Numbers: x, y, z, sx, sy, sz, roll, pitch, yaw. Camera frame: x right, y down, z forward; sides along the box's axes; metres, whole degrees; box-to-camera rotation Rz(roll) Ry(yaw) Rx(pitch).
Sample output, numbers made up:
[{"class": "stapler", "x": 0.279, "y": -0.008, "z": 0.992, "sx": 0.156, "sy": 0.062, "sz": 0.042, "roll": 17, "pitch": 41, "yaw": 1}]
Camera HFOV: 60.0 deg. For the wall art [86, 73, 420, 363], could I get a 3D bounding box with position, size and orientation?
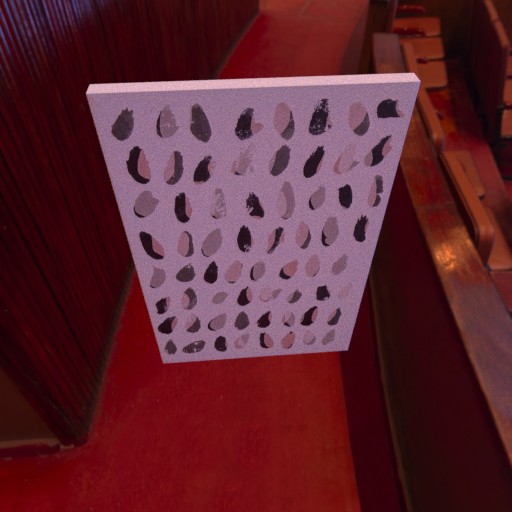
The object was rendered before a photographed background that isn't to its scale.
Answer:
[{"class": "wall art", "x": 0.000, "y": 0.000, "z": 1.145, "sx": 0.610, "sy": 0.916, "sz": 0.037, "roll": -3, "pitch": 46, "yaw": -3}]
